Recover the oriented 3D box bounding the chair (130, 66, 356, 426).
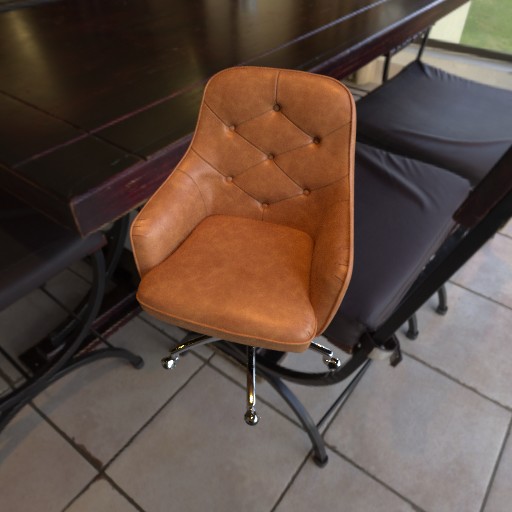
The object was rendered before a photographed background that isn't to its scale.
[{"bbox_3d":[0.000,0.000,1.340,0.628,0.909,0.615,12,44,13],"label":"chair"}]
